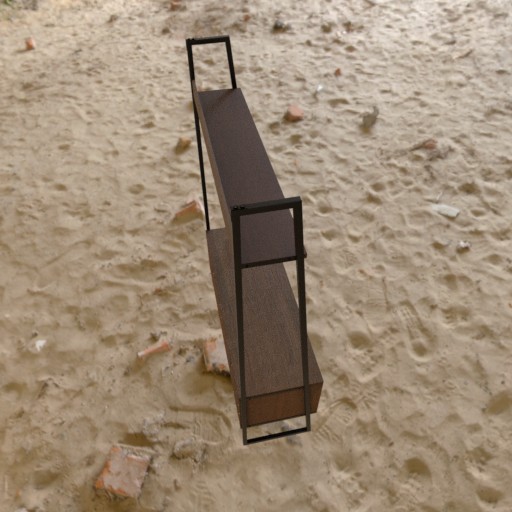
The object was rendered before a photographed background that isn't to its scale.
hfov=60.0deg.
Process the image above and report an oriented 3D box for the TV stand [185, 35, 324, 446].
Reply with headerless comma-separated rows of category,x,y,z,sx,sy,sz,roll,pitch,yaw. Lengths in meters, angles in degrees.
TV stand,0.000,0.000,2.331,0.432,1.772,1.250,-9,47,-8
